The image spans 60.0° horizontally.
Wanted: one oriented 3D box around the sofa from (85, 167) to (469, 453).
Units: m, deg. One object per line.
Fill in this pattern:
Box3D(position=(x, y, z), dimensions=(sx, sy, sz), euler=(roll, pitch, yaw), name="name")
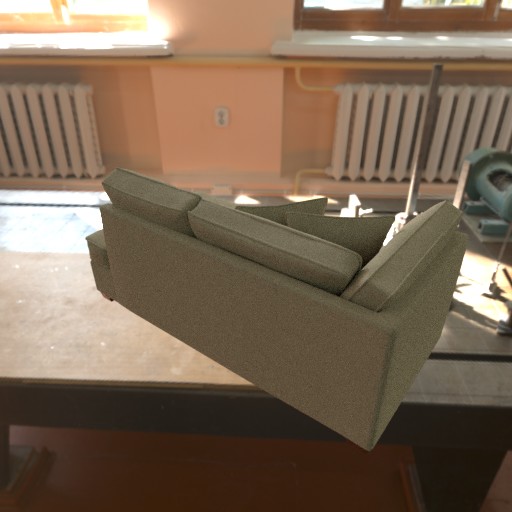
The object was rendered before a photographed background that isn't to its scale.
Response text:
Box3D(position=(0.000, 0.000, 2.863), dimensions=(2.237, 1.033, 1.110), euler=(22, 37, 32), name="sofa")
